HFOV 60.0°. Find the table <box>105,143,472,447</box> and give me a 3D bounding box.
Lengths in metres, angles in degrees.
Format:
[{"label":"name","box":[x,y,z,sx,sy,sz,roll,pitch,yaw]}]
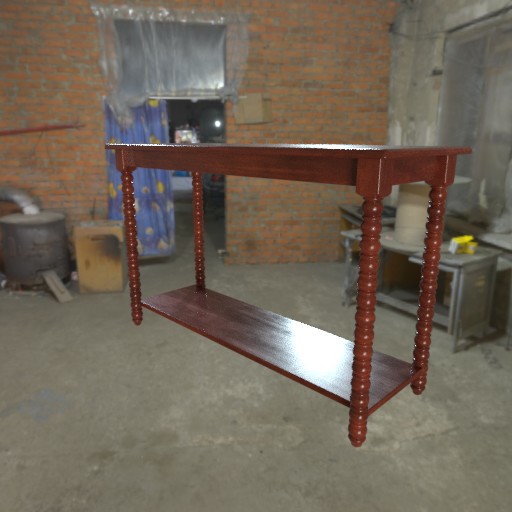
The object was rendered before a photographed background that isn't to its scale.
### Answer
[{"label":"table","box":[0.000,0.000,1.522,0.459,0.740,1.184,-14,21,-43]}]
